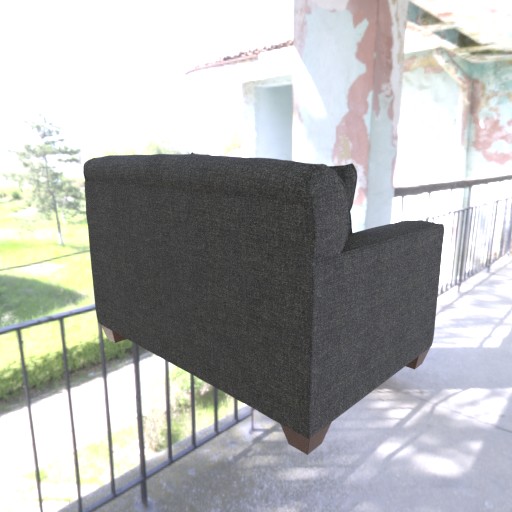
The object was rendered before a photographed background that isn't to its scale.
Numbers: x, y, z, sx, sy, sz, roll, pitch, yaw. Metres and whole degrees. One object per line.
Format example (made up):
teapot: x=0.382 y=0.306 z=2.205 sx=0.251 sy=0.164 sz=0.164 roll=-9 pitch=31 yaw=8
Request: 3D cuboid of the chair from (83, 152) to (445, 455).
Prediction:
chair: x=0.000 y=0.000 z=2.073 sx=1.383 sy=0.948 sz=1.000 roll=13 pitch=19 yaw=42
